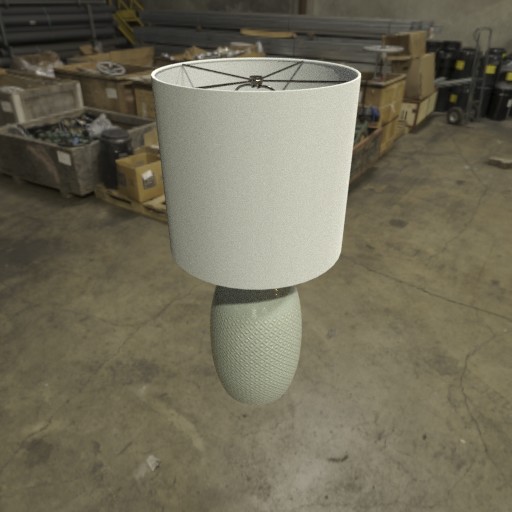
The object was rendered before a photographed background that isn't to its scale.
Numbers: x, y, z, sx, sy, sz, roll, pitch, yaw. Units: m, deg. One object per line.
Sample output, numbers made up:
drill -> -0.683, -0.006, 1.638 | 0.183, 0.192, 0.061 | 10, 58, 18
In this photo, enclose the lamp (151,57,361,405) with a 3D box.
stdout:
lamp -> 0.000, 0.000, 0.582 | 0.217, 0.453, 0.217 | 19, 36, 28
